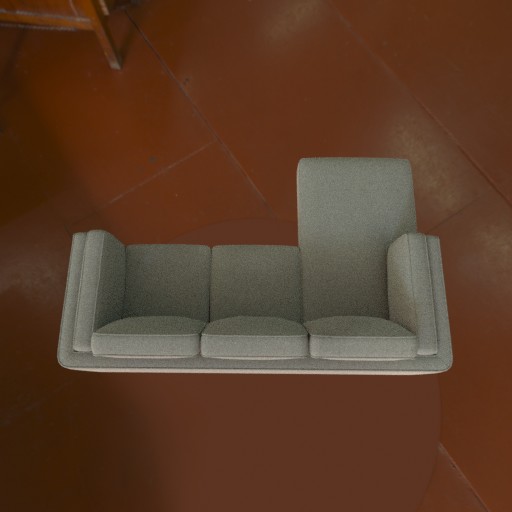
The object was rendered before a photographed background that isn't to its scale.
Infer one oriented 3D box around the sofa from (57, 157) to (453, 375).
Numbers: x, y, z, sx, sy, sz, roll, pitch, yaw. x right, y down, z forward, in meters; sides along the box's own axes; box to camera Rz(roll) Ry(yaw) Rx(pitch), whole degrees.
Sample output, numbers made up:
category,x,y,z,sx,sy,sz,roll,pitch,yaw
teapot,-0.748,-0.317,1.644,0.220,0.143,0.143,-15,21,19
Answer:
category,x,y,z,sx,sy,sz,roll,pitch,yaw
sofa,0.000,0.000,3.146,2.411,0.929,1.604,1,73,0
